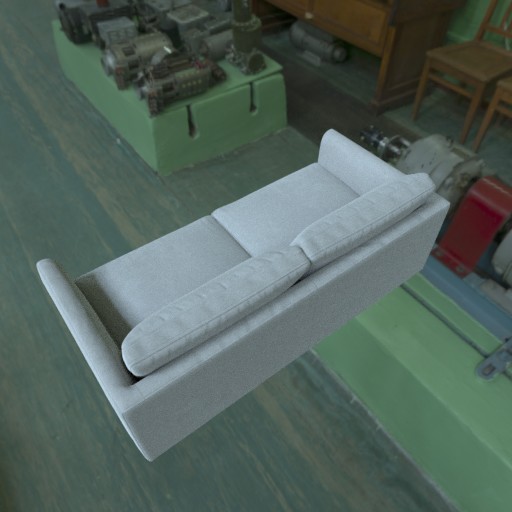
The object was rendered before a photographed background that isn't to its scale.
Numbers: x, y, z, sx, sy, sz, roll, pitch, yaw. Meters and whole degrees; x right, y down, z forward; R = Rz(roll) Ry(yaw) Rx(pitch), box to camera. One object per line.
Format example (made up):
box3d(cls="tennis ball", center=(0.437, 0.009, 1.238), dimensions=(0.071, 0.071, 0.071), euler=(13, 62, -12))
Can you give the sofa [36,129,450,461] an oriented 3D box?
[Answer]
box3d(cls="sofa", center=(0.000, 0.000, 2.755), dimensions=(2.588, 0.838, 1.090), euler=(-29, 54, -24))
